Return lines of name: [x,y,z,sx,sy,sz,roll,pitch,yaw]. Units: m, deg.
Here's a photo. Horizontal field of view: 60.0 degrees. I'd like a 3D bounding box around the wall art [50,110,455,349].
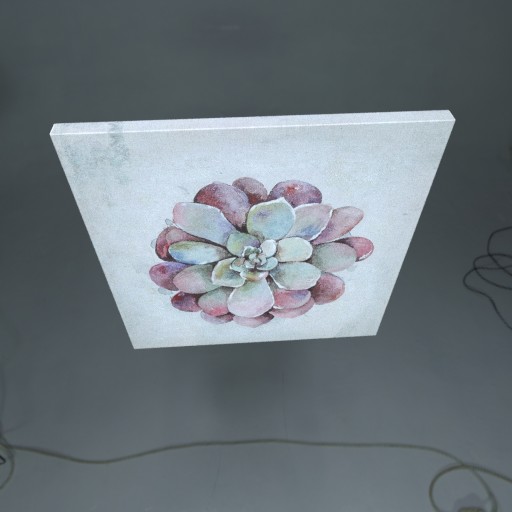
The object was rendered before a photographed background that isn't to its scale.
wall art: [0.000,0.000,1.124,0.762,0.762,0.041,-3,48,-3]
